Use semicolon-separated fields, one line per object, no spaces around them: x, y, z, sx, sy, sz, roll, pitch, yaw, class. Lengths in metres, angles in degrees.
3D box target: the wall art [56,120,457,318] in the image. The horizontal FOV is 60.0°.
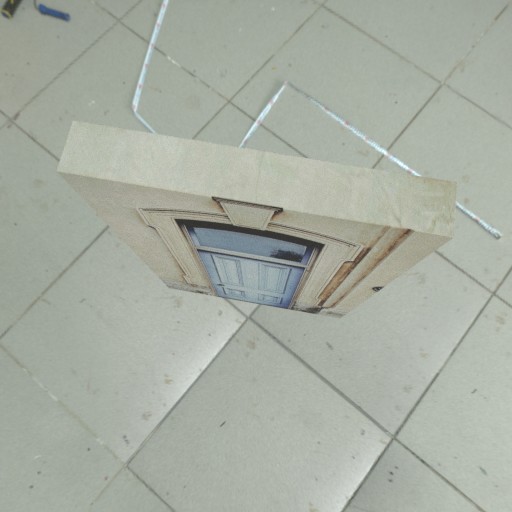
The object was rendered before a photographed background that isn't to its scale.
0.000;0.000;0.467;0.254;0.381;0.038;10;75;3;wall art
